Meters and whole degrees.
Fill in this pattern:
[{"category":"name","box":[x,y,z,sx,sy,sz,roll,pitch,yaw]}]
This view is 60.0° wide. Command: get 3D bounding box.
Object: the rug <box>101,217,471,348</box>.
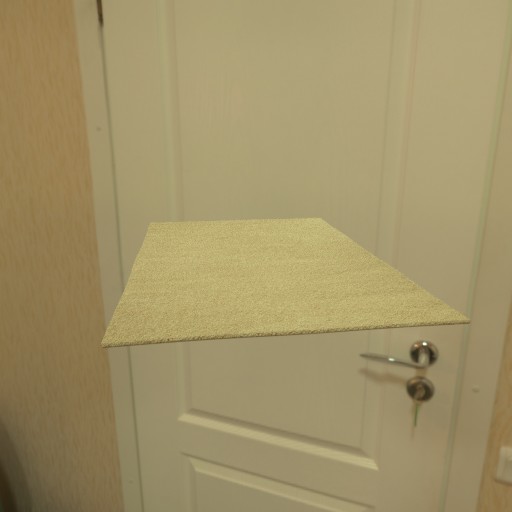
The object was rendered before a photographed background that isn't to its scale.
[{"category":"rug","box":[0.000,0.000,3.398,1.800,0.025,2.699,-2,16,-8]}]
